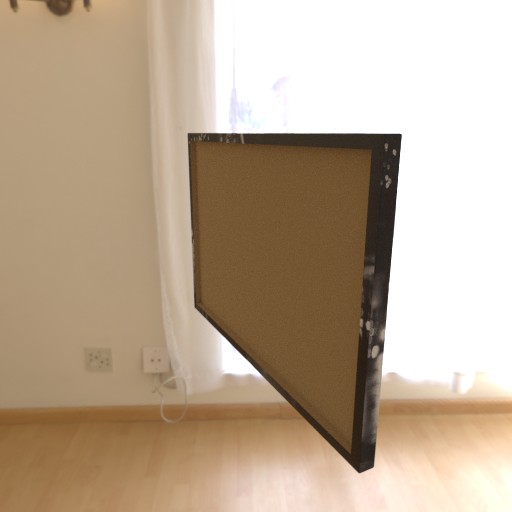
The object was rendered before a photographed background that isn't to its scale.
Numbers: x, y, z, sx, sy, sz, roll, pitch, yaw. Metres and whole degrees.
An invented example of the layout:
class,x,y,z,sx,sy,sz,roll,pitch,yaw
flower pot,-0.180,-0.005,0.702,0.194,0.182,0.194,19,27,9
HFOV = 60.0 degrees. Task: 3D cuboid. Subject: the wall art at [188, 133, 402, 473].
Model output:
class,x,y,z,sx,sy,sz,roll,pitch,yaw
wall art,0.000,0.000,1.140,0.038,0.609,0.914,-8,17,-26
